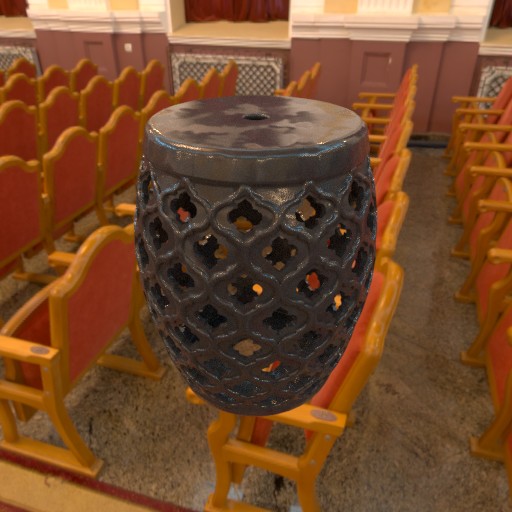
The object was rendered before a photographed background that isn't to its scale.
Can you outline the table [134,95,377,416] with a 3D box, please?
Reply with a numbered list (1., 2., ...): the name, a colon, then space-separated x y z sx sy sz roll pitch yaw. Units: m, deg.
1. table: 0.000 0.000 0.628 0.325 0.388 0.325 0 31 0
